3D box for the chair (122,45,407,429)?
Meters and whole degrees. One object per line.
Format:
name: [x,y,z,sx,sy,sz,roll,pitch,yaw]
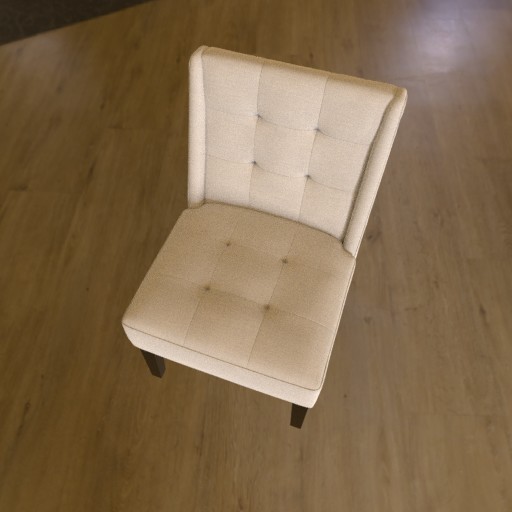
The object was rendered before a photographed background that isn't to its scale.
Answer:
chair: [0.000,0.000,1.304,0.569,0.853,0.676,17,59,10]
